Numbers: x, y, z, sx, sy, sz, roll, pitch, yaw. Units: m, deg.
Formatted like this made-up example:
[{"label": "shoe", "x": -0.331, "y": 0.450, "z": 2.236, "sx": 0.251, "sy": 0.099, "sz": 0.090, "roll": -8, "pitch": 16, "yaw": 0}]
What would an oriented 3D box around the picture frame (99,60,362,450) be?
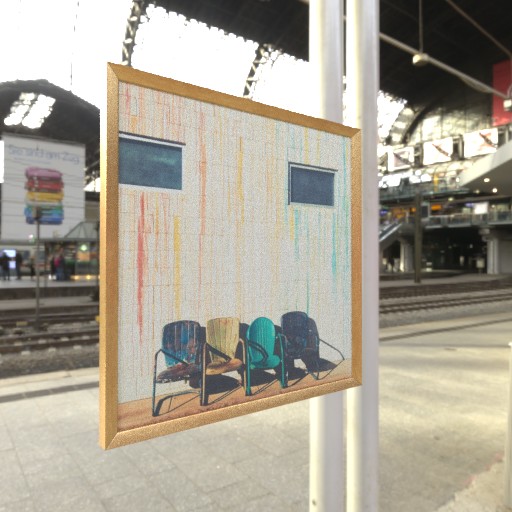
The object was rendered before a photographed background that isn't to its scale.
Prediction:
[{"label": "picture frame", "x": 0.000, "y": 0.000, "z": 1.105, "sx": 0.758, "sy": 0.761, "sz": 0.037, "roll": 1, "pitch": -1, "yaw": -37}]
